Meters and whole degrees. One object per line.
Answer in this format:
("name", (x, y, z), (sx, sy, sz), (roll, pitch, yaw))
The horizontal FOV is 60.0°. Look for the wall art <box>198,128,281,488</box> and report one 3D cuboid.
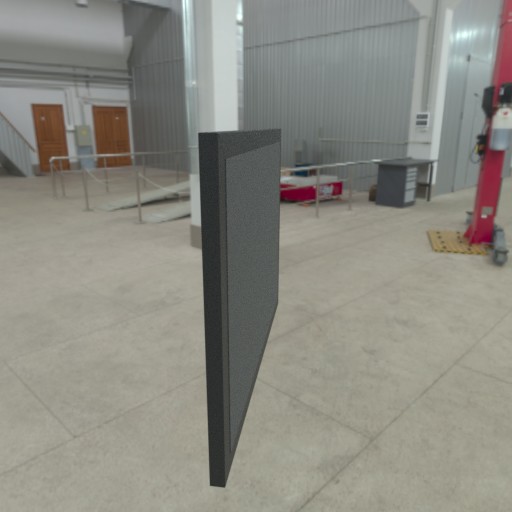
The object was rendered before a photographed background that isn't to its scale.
("wall art", (0.000, 0.000, 0.559), (0.016, 0.306, 0.432), (3, 17, 9))
